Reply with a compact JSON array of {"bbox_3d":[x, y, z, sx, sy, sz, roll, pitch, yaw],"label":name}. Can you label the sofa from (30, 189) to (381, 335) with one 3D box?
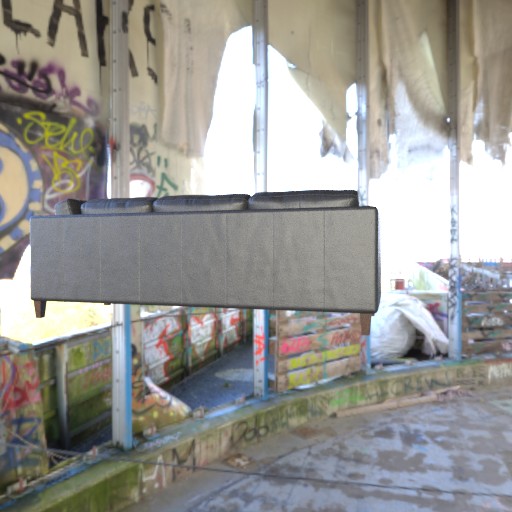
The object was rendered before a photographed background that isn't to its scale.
[{"bbox_3d":[0.000,0.000,4.452,2.452,0.891,3.324,0,0,17],"label":"sofa"}]
